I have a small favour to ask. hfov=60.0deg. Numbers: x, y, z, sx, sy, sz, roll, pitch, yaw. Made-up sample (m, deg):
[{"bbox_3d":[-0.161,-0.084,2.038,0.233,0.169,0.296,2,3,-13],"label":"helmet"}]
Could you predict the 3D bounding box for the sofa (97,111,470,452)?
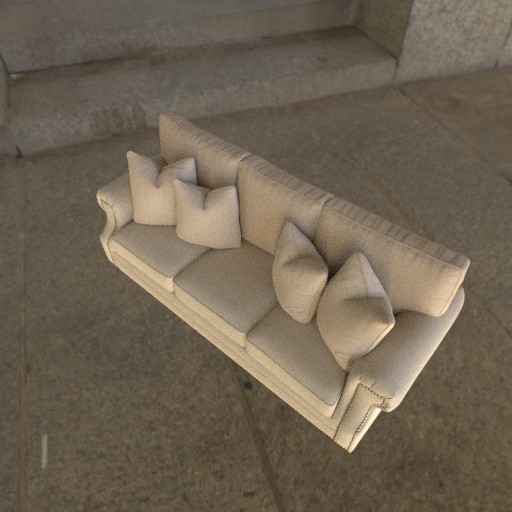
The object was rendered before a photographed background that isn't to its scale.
[{"bbox_3d":[0.000,0.000,2.779,2.312,0.975,0.965,33,55,27],"label":"sofa"}]
